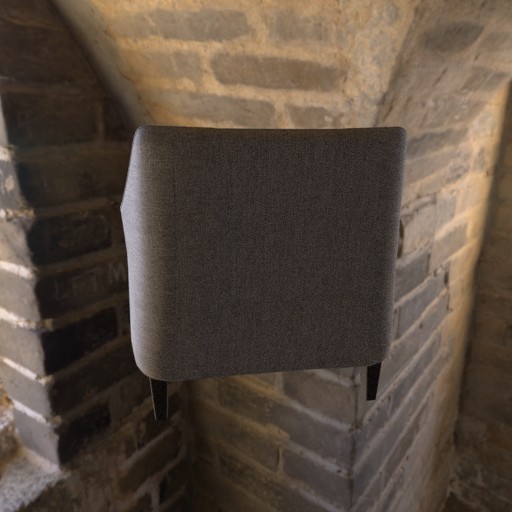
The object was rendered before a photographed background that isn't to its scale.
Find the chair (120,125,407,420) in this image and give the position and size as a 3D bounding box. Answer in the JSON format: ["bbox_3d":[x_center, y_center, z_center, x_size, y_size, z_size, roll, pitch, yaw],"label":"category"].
[{"bbox_3d":[0.000,0.000,1.386,0.796,0.761,0.758,-2,15,-9],"label":"chair"}]
